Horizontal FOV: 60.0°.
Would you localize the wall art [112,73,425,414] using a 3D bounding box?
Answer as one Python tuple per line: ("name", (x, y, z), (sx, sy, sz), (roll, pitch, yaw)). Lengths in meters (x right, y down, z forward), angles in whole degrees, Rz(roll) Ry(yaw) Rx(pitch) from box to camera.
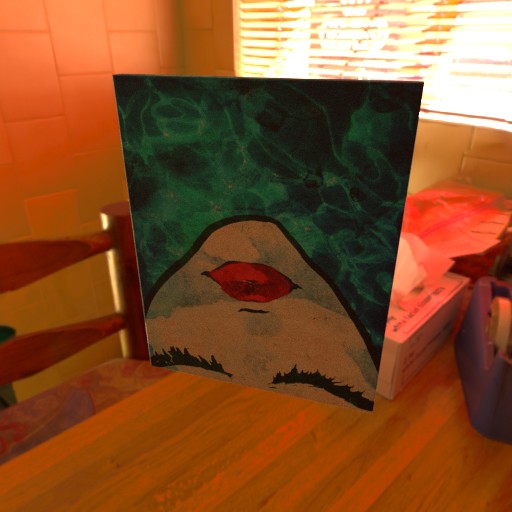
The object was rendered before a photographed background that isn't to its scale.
("wall art", (0.000, 0.000, 1.016), (0.609, 0.760, 0.038), (8, 27, 15))
